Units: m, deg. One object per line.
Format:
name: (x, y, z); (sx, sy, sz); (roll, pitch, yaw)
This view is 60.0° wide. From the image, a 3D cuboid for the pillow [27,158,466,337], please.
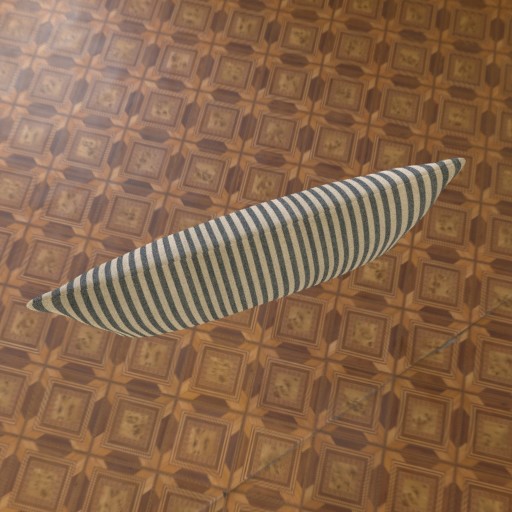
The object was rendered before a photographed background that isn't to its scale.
pillow: (0.000, 0.000, 0.726); (0.617, 0.295, 0.151); (-19, 76, -5)
